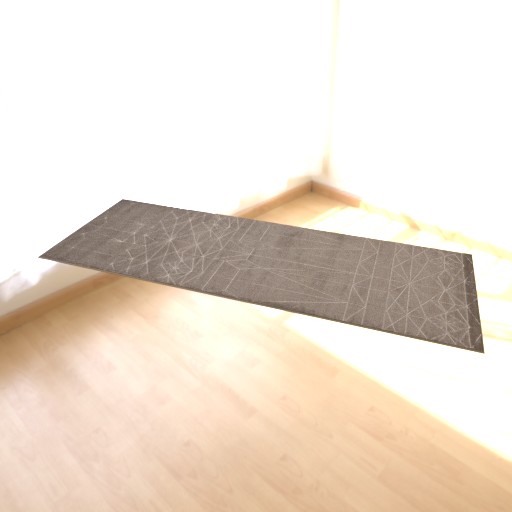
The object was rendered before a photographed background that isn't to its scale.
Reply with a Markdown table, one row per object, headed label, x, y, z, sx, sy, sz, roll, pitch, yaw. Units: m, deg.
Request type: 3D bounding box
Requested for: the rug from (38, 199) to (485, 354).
| label | x | y | z | sx | sy | sz | roll | pitch | yaw |
| --- | --- | --- | --- | --- | --- | --- | --- | --- | --- |
| rug | 0.000 | 0.000 | 2.590 | 2.388 | 0.012 | 0.864 | 10 | 33 | 16 |
